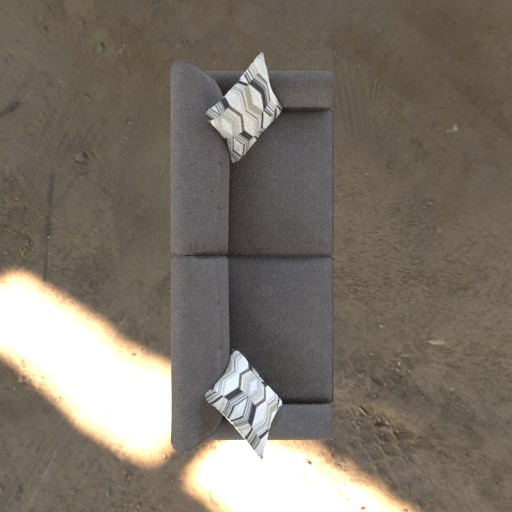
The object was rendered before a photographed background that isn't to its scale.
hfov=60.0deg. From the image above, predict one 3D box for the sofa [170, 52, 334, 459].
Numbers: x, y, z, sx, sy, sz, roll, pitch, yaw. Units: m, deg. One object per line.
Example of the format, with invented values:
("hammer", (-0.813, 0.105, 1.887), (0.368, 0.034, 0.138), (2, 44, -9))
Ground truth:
("sofa", (0.000, 0.000, 2.507), (0.889, 0.813, 2.032), (0, 90, 0))
